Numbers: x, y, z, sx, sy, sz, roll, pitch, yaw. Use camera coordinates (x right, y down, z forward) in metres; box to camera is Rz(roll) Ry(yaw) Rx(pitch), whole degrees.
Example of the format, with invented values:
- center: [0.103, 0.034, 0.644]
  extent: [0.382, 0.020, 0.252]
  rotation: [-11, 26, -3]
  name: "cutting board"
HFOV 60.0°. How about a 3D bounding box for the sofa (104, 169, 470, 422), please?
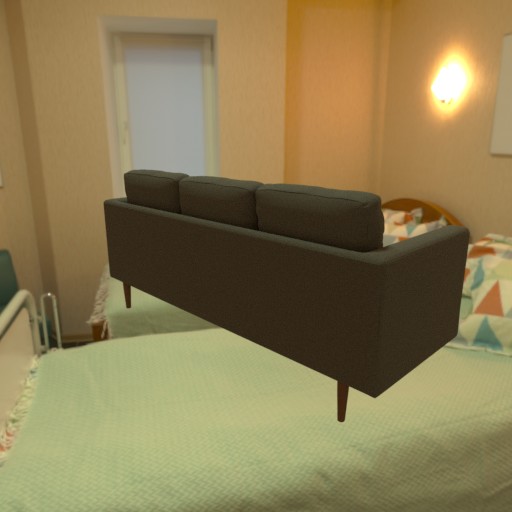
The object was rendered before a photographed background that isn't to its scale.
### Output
- center: [0.000, 0.000, 2.505]
  extent: [0.802, 0.912, 2.029]
  rotation: [-15, 21, -43]
  name: "sofa"
